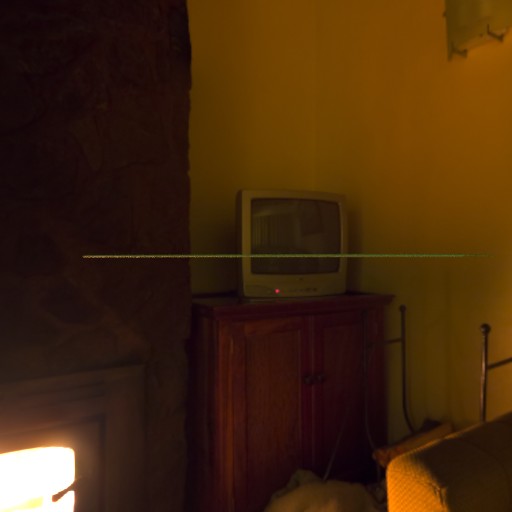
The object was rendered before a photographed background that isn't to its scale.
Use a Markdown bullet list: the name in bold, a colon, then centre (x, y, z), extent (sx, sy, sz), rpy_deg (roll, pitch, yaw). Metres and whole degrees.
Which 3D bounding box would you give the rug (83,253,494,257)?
- **rug**: centre (0.000, 0.000, 2.394), extent (2.196, 0.011, 0.662), rpy_deg (0, 0, 36)
